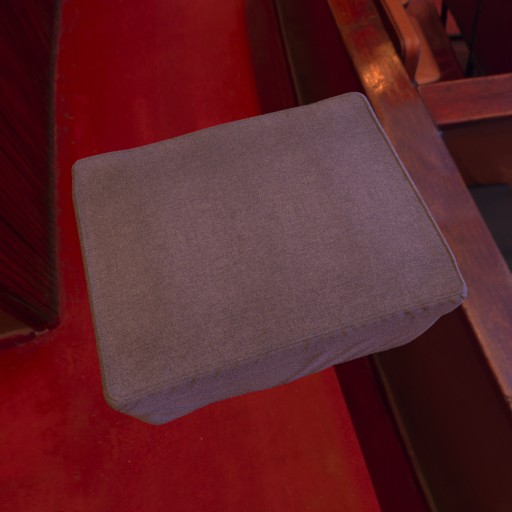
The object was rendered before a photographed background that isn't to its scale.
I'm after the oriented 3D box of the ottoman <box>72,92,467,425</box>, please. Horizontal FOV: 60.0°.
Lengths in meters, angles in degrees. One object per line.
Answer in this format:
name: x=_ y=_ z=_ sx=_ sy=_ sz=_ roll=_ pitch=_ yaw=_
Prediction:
ottoman: x=0.000 y=0.000 z=1.232 sx=0.833 sy=0.492 sz=0.652 roll=-16 pitch=66 yaw=-7
